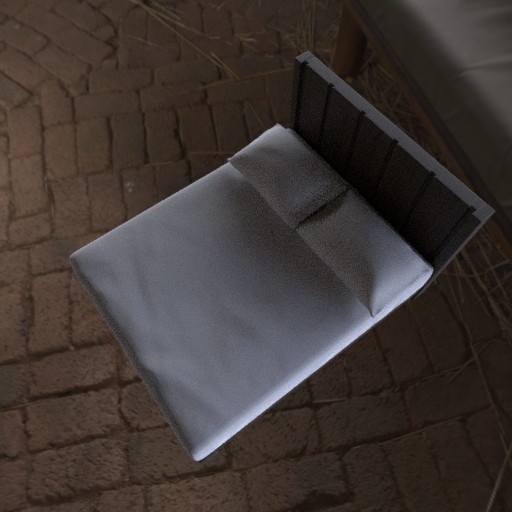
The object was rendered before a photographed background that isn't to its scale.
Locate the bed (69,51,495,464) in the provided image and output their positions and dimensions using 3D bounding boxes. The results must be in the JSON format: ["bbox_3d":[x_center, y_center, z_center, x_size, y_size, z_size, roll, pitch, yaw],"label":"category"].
[{"bbox_3d":[0.000,0.000,3.195,2.242,1.270,1.727,-34,68,-16],"label":"bed"}]
